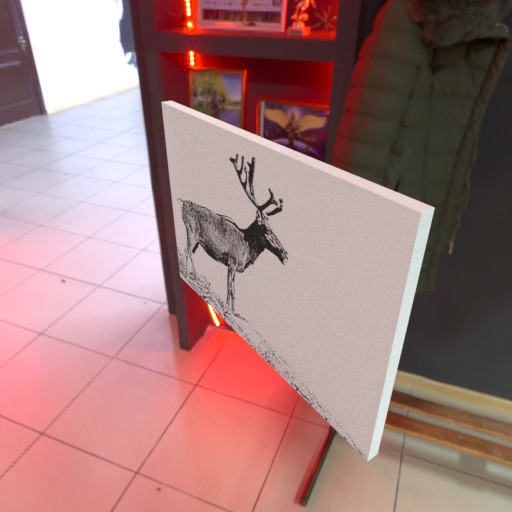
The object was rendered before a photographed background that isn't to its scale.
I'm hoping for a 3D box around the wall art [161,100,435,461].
[{"bbox_3d":[0.000,0.000,1.153,0.033,0.617,0.906,-21,37,-30],"label":"wall art"}]
